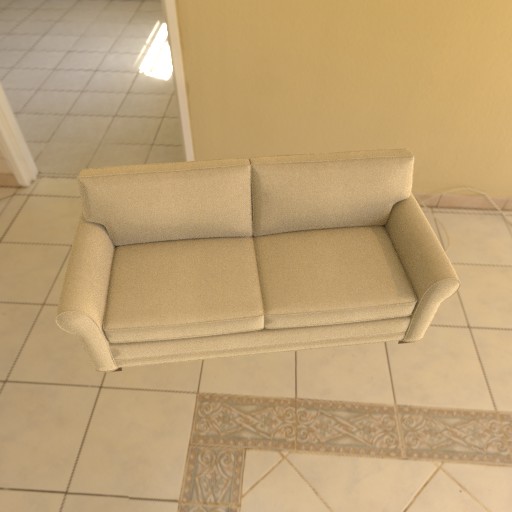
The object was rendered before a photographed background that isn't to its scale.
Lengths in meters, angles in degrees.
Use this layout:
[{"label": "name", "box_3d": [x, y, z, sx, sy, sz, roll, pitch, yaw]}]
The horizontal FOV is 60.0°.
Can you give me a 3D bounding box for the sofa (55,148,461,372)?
[{"label": "sofa", "box_3d": [0.000, 0.000, 2.686, 2.146, 0.962, 0.901, -5, 47, -4]}]
